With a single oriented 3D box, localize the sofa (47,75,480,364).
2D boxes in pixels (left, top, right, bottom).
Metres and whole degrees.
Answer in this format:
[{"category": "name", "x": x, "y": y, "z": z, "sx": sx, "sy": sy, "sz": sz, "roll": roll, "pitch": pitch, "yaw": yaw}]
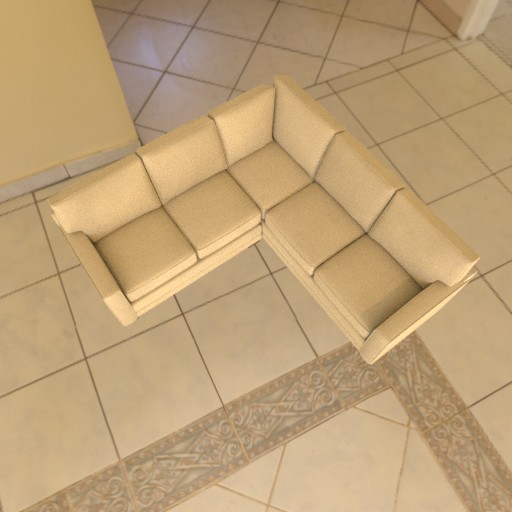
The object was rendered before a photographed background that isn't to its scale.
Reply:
[{"category": "sofa", "x": 0.000, "y": 0.000, "z": 3.331, "sx": 2.182, "sy": 0.939, "sz": 2.189, "roll": -33, "pitch": 67, "yaw": -16}]
